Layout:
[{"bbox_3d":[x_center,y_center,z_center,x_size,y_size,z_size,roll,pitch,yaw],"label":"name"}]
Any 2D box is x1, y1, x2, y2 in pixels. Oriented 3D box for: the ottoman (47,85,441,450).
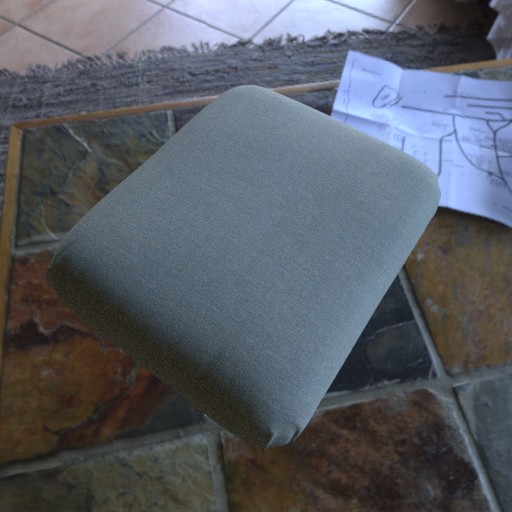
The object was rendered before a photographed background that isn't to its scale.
[{"bbox_3d":[0.000,0.000,1.093,0.622,0.450,0.747,31,64,17],"label":"ottoman"}]
